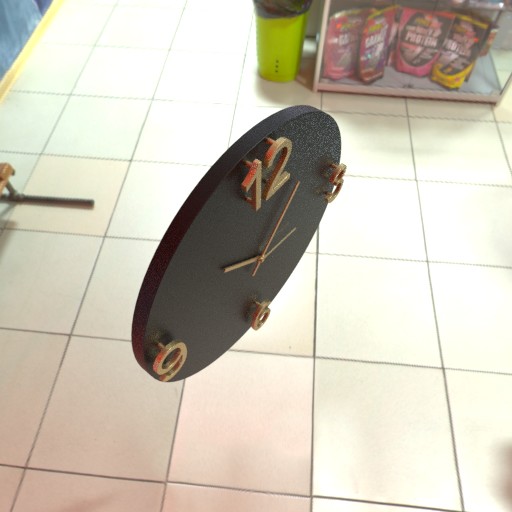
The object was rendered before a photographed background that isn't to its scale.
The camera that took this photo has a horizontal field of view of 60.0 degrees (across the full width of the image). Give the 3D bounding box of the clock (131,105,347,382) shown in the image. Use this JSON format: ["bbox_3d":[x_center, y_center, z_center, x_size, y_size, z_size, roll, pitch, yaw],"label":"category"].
[{"bbox_3d":[0.000,0.000,0.671,0.038,0.454,0.454,34,63,20],"label":"clock"}]
